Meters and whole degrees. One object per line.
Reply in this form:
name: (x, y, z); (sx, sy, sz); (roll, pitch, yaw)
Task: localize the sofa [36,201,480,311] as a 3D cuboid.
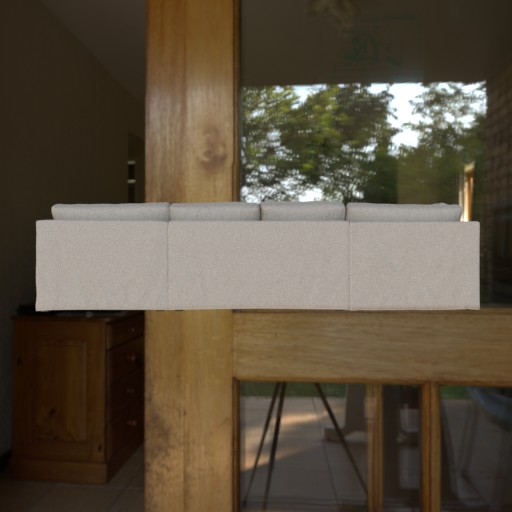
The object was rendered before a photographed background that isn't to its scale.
sofa: (0.000, 0.000, 4.611); (3.460, 0.882, 2.427); (0, 0, -1)
